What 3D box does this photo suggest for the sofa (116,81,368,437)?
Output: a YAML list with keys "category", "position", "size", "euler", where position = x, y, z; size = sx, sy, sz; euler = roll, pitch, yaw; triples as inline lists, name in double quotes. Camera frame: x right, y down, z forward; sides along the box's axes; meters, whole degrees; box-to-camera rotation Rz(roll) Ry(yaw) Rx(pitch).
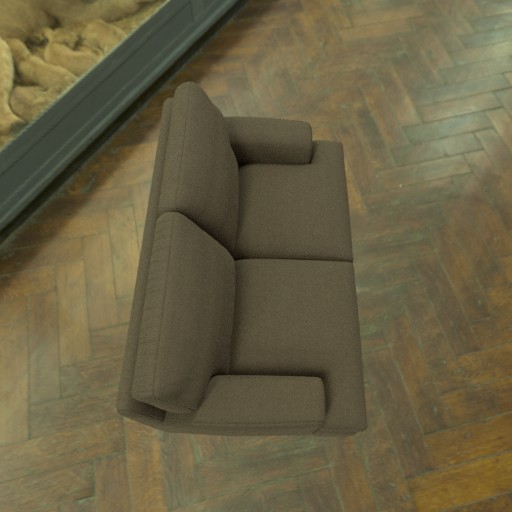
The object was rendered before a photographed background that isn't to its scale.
- category: "sofa"
  position: [0.000, 0.000, 2.498]
  size: [1.140, 0.950, 1.869]
  euler: [1, 63, 1]
